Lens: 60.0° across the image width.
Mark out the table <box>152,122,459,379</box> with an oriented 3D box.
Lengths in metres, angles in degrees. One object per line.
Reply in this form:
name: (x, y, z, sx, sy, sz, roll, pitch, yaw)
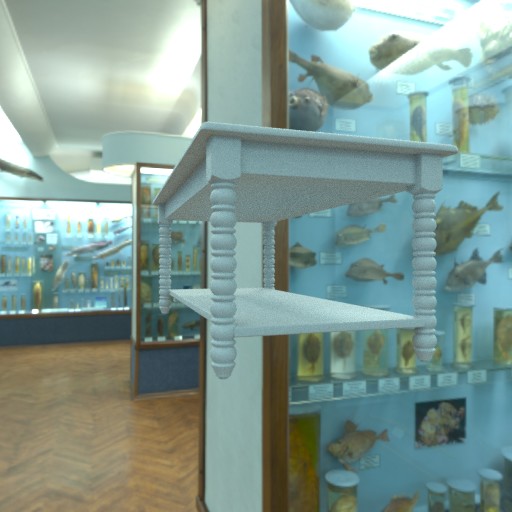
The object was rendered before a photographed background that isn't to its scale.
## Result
table: (0.000, 0.000, 1.449, 0.580, 0.487, 1.171, 0, 0, -18)
